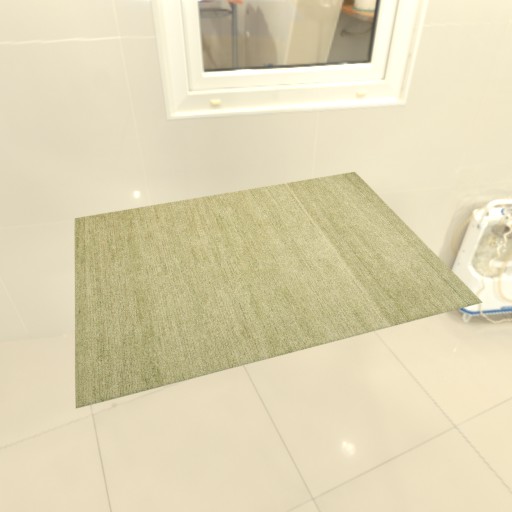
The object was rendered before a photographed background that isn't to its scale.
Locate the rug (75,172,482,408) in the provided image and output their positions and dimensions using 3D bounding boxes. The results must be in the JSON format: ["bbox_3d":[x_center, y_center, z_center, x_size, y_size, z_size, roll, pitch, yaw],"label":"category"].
[{"bbox_3d":[0.000,0.000,2.910,2.270,0.017,1.606,-11,41,-13],"label":"rug"}]
